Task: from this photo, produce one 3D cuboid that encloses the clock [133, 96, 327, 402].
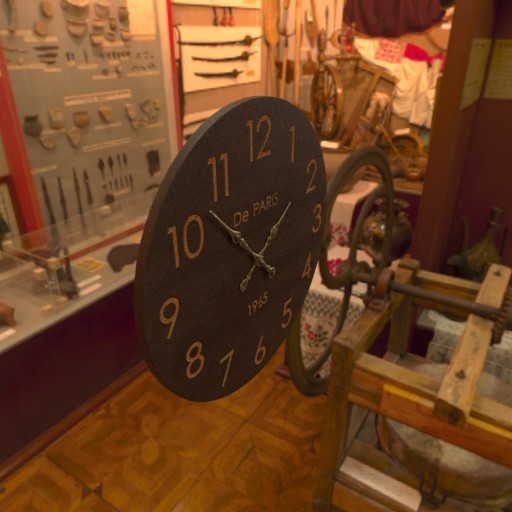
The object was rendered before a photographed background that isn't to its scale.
[{"bbox_3d":[0.000,0.000,0.876,0.029,0.595,0.595,17,31,31],"label":"clock"}]
